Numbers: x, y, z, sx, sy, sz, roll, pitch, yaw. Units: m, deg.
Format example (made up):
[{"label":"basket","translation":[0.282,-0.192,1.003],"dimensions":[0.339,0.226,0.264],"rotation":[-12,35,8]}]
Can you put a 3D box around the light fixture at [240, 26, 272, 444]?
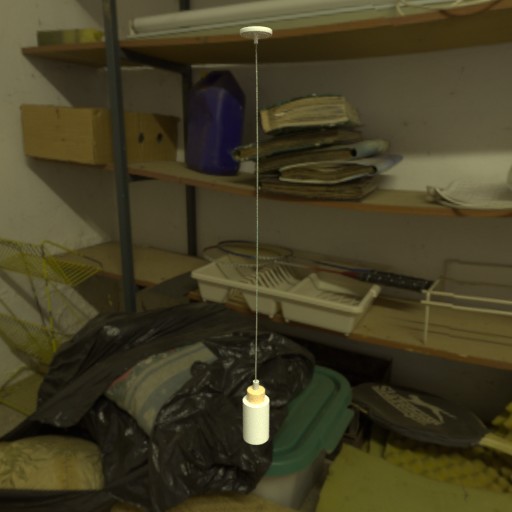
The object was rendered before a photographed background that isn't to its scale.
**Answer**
[{"label":"light fixture","translation":[0.000,0.000,1.932],"dimensions":[0.125,1.798,0.125],"rotation":[2,14,6]}]
